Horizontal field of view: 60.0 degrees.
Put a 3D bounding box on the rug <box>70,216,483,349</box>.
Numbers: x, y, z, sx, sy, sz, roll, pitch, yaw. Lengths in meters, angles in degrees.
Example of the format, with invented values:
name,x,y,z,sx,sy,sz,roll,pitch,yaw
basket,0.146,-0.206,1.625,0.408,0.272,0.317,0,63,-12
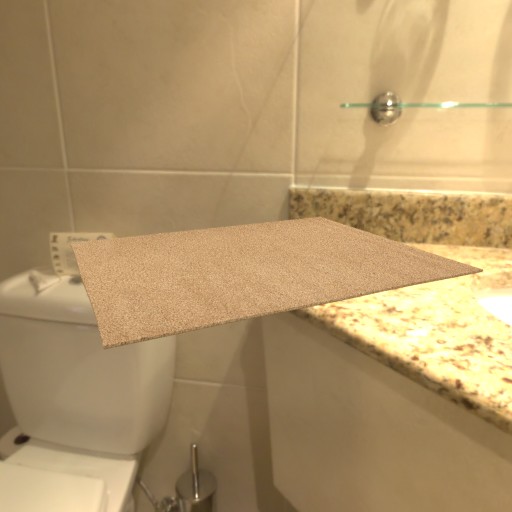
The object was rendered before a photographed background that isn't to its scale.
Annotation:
name,x,y,z,sx,sy,sz,roll,pitch,yaw
rug,0.000,0.000,4.058,3.000,0.026,2.400,-8,18,-25
